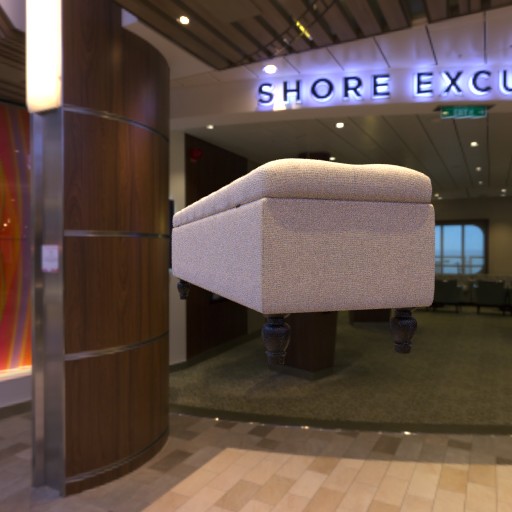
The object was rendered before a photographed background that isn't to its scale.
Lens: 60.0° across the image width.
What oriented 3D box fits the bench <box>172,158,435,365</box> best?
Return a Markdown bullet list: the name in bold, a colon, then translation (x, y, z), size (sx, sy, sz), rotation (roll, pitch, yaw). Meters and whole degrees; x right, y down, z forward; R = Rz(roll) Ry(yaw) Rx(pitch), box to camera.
- **bench**: translation (0.000, 0.000, 1.708), size (0.455, 0.467, 1.480), rotation (0, 1, -18)
